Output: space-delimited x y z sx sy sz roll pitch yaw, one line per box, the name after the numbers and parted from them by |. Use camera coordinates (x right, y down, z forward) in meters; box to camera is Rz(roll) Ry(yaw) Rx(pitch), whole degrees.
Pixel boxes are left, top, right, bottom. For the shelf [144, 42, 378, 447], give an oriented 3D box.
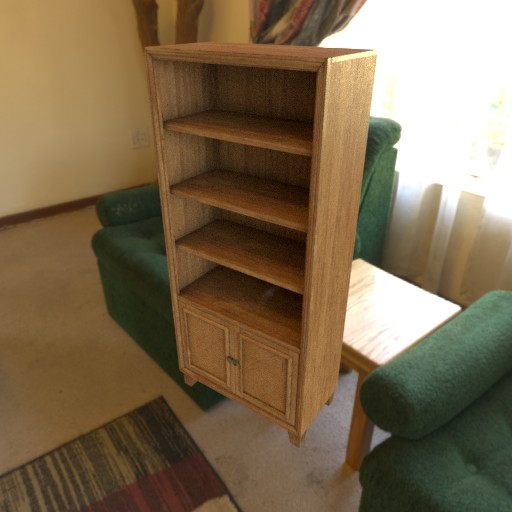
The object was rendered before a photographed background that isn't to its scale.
0.000 0.000 2.271 0.864 1.930 0.453 19 34 30 | shelf
